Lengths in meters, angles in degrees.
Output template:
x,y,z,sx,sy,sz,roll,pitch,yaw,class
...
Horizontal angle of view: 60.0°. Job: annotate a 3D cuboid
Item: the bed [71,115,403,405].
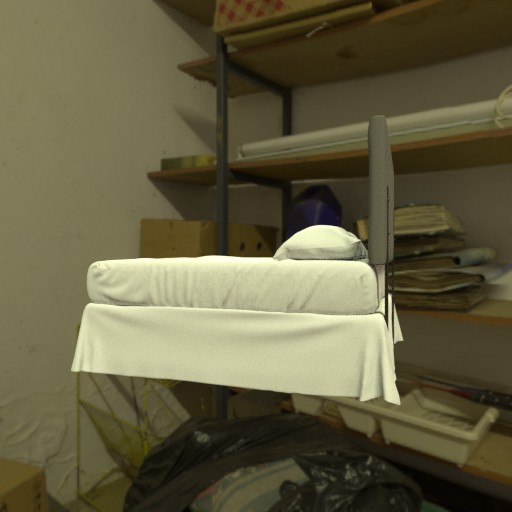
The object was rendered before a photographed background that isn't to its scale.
x,y,z,sx,sy,sz,roll,pitch,yaw,class
0.000,0.000,3.534,2.222,1.577,1.936,0,0,19,bed
